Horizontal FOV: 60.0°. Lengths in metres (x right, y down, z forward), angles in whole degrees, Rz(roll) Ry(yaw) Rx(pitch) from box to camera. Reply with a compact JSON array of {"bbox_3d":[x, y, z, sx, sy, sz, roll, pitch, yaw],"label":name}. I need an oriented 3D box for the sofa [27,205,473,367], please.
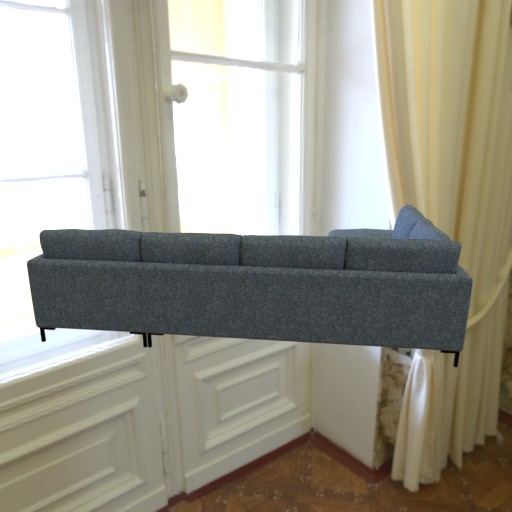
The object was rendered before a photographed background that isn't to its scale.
[{"bbox_3d":[0.000,0.000,3.555,2.737,0.756,1.879,2,16,7],"label":"sofa"}]
